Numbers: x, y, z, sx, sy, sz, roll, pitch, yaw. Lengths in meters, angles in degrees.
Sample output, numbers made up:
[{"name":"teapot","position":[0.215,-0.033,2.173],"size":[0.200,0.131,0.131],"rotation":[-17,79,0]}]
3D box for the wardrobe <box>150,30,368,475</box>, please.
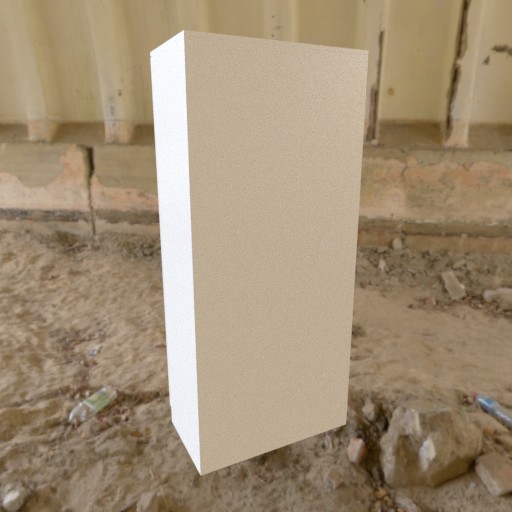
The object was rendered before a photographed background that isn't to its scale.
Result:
[{"name":"wardrobe","position":[0.000,0.000,2.005],"size":[0.760,1.700,0.470],"rotation":[-7,17,-26]}]
